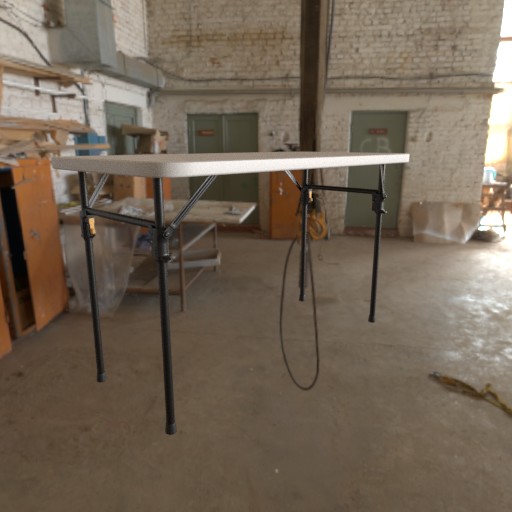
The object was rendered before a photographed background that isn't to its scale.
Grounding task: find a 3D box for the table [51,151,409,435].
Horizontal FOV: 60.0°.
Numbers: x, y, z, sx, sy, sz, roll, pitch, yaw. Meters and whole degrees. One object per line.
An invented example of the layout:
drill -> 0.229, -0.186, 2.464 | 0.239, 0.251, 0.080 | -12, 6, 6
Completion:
table -> 0.000, 0.000, 1.638 | 0.610, 0.729, 1.219 | 13, 19, 42
